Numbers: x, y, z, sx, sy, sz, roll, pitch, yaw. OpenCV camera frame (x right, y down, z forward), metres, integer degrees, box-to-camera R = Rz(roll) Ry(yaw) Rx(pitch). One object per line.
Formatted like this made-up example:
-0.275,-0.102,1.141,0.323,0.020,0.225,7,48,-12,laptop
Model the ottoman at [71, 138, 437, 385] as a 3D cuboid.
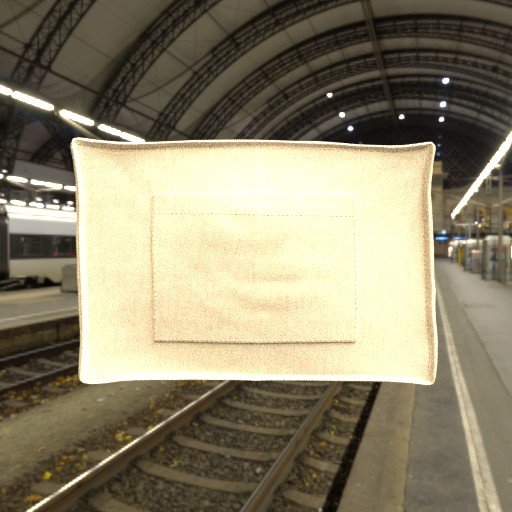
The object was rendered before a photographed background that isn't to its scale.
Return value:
0.000,0.000,1.140,0.707,0.470,0.696,0,1,0,ottoman
